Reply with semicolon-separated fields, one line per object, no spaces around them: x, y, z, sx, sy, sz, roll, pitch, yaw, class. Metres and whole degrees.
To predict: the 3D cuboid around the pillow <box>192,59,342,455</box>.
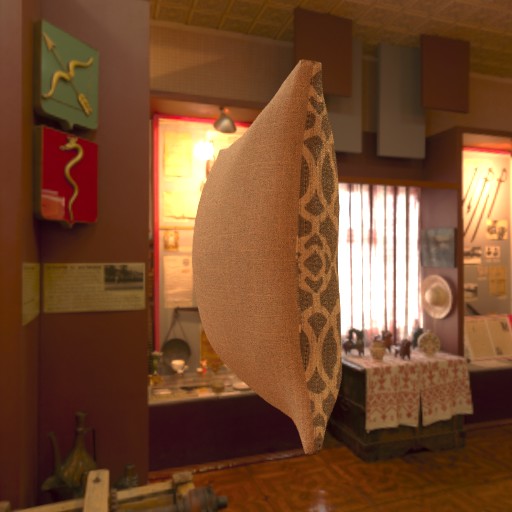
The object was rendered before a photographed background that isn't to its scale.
0.000;0.000;0.792;0.215;0.498;0.508;0;0;-17;pillow
